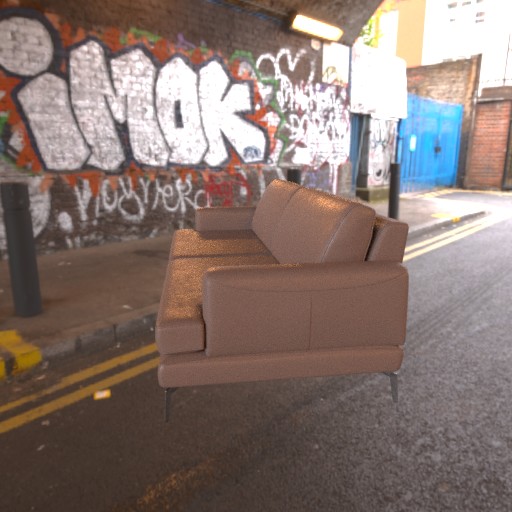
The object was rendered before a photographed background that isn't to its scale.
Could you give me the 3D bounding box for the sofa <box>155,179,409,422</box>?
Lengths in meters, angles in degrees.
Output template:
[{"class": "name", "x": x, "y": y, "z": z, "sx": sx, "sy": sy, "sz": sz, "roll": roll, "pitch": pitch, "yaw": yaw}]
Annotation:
[{"class": "sofa", "x": 0.000, "y": 0.000, "z": 2.474, "sx": 0.974, "sy": 0.765, "sz": 1.940, "roll": -2, "pitch": 13, "yaw": -8}]
